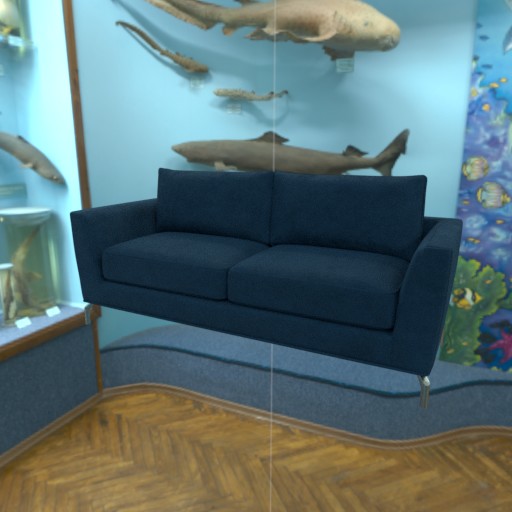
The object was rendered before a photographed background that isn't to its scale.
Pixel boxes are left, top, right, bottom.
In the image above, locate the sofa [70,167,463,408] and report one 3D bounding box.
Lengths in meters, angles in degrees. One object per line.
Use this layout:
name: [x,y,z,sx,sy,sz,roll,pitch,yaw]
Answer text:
sofa: [0.000,0.000,2.691,2.212,0.998,0.853,7,16,26]
